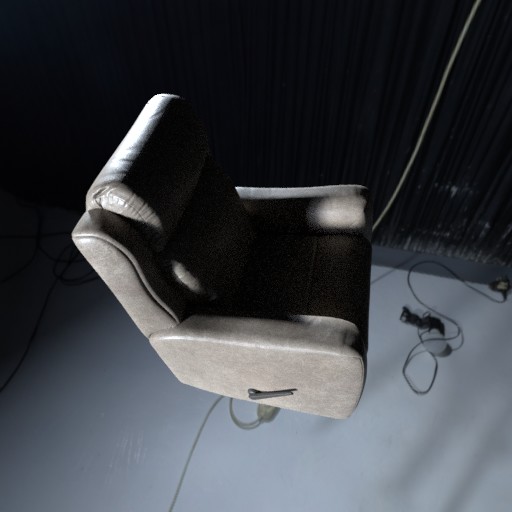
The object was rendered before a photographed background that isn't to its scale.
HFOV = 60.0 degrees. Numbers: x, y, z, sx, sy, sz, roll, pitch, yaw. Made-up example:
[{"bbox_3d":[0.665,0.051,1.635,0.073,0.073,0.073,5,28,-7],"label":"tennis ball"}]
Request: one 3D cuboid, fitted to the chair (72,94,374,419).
[{"bbox_3d":[0.000,0.000,1.938,1.068,1.116,0.967,9,49,8],"label":"chair"}]
